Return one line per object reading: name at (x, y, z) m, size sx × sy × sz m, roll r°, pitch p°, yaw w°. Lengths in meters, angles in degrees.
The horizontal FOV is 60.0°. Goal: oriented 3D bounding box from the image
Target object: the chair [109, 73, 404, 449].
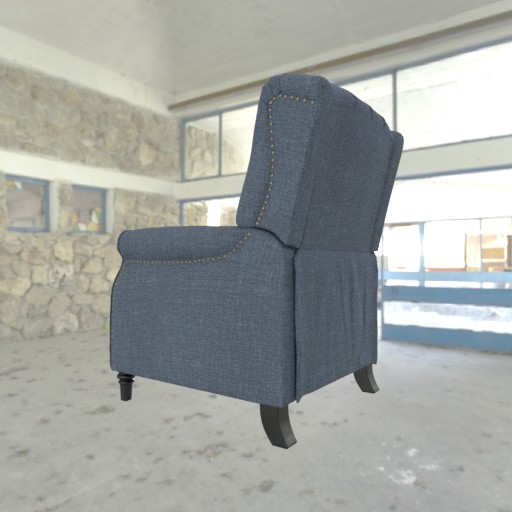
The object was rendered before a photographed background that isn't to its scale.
chair at (0.000, 0.000, 1.631) m, size 0.898 × 1.035 × 0.742 m, roll -1°, pitch -1°, yaw 36°
